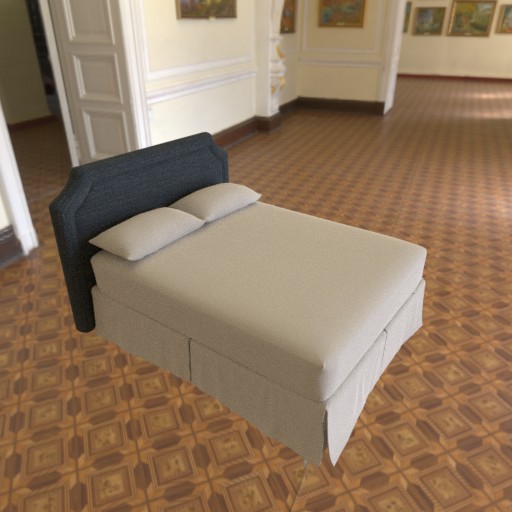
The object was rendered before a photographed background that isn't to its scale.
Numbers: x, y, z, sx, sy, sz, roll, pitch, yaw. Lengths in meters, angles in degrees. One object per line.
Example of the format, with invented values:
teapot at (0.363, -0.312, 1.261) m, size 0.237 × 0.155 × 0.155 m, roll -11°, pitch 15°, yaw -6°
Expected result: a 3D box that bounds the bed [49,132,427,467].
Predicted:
bed at (0.000, 0.000, 3.278) m, size 2.208 × 1.297 × 1.828 m, roll 19°, pitch 34°, yaw 31°
